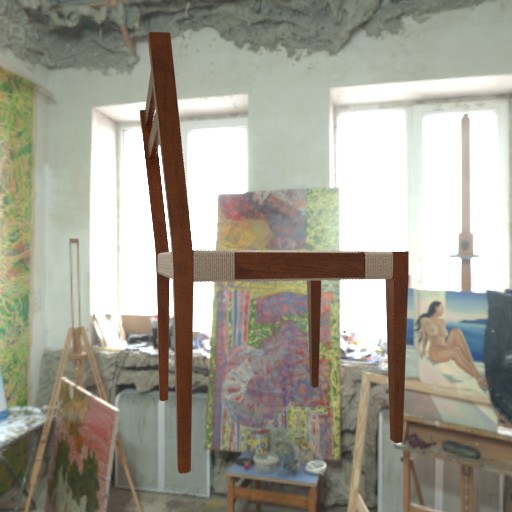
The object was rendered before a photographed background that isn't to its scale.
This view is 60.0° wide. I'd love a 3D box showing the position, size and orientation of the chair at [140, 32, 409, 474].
[{"bbox_3d":[0.000,0.000,1.149,0.569,0.851,0.495,0,0,-17],"label":"chair"}]
